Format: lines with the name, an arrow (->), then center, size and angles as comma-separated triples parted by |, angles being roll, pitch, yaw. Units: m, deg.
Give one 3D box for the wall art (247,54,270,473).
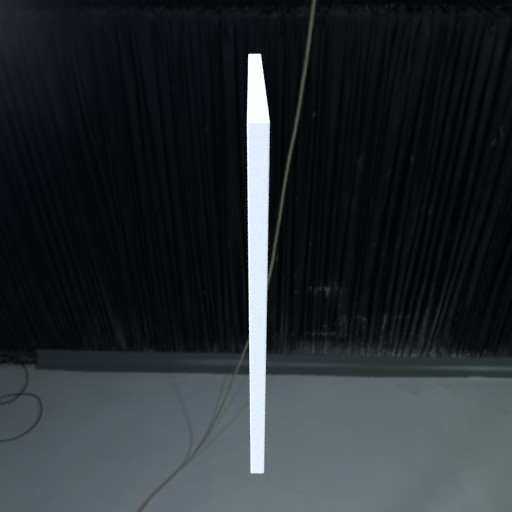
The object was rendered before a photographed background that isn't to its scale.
wall art -> 0.000, 0.000, 1.608 | 0.046, 1.221, 0.914 | 0, 32, -1
